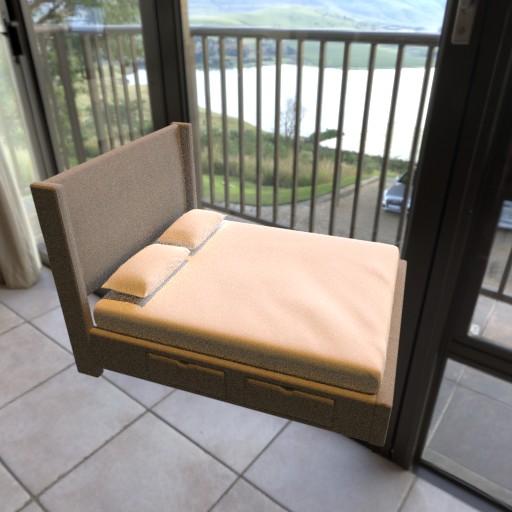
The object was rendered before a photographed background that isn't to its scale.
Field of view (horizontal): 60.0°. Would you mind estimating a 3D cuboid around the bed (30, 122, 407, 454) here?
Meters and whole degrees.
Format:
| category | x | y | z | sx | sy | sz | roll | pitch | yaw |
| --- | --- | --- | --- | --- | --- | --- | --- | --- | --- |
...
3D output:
| category | x | y | z | sx | sy | sz | roll | pitch | yaw |
| --- | --- | --- | --- | --- | --- | --- | --- | --- | --- |
| bed | 0.000 | 0.000 | 3.371 | 2.222 | 1.491 | 1.774 | 10 | 30 | 17 |
